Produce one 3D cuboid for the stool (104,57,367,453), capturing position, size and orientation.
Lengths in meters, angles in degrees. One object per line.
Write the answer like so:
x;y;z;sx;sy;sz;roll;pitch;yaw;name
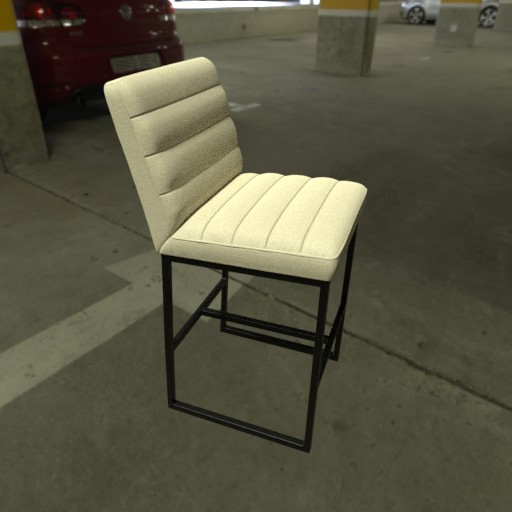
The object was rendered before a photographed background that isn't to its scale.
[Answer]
0.000;0.000;1.327;0.560;1.040;0.460;11;32;18;stool
